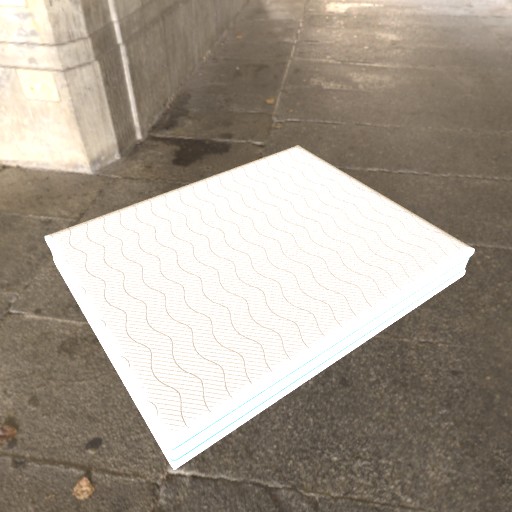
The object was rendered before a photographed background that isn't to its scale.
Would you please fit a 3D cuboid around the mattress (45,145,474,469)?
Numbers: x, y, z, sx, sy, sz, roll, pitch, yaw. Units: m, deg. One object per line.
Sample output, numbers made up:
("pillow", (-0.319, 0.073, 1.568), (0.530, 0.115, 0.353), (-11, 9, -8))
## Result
("mattress", (0.000, 0.000, 2.696), (2.000, 0.230, 1.600), (-26, 47, -26))
